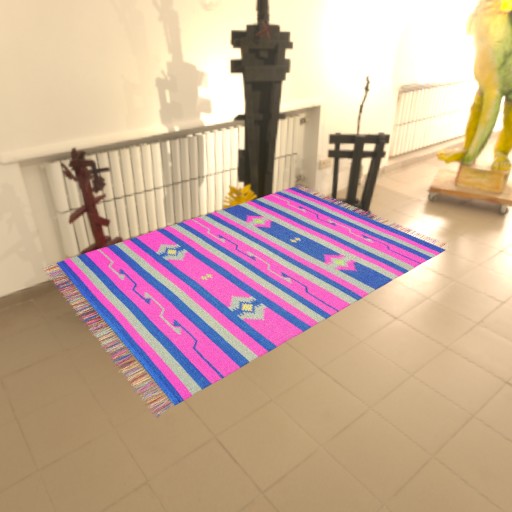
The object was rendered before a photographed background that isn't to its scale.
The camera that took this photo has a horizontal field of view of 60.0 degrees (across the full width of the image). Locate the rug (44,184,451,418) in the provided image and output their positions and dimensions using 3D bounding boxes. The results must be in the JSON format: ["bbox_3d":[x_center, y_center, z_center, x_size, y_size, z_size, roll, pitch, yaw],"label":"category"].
[{"bbox_3d":[0.000,0.000,2.986,2.350,0.013,1.539,-22,37,-33],"label":"rug"}]
